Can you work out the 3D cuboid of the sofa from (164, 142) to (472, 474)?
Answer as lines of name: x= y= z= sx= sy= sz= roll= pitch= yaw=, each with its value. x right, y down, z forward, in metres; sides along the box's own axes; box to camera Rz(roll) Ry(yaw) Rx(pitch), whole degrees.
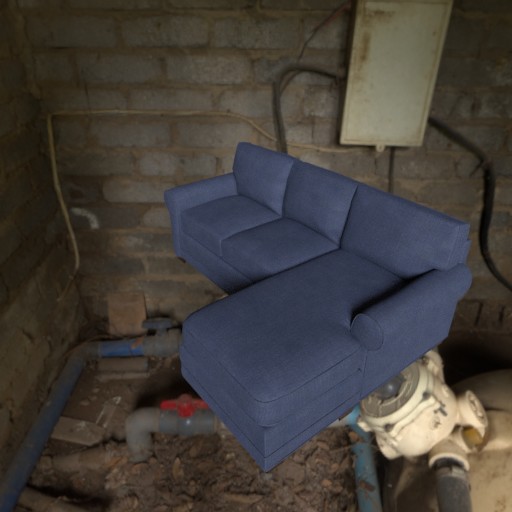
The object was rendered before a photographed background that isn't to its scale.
sofa: x=0.000 y=0.000 z=3.399 sx=1.780 sy=1.063 sz=2.567 roll=-21 pitch=37 yaw=-32
